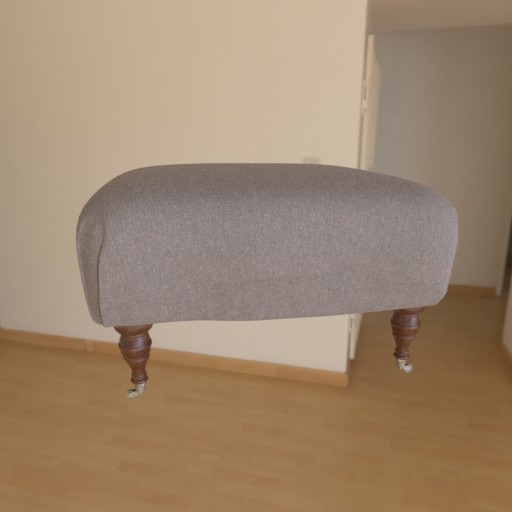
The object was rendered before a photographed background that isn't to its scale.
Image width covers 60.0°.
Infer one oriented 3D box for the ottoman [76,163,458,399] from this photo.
[{"bbox_3d":[0.000,0.000,1.103,0.747,0.450,0.622,-3,15,-10],"label":"ottoman"}]
